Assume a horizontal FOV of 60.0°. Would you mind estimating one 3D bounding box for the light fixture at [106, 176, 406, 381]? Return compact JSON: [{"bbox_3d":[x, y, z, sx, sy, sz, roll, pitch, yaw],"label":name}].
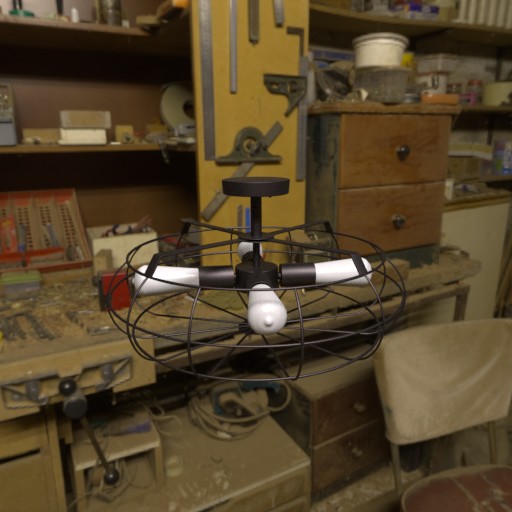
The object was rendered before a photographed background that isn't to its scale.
[{"bbox_3d":[0.000,0.000,0.899,0.582,0.311,0.582,0,15,0],"label":"light fixture"}]
